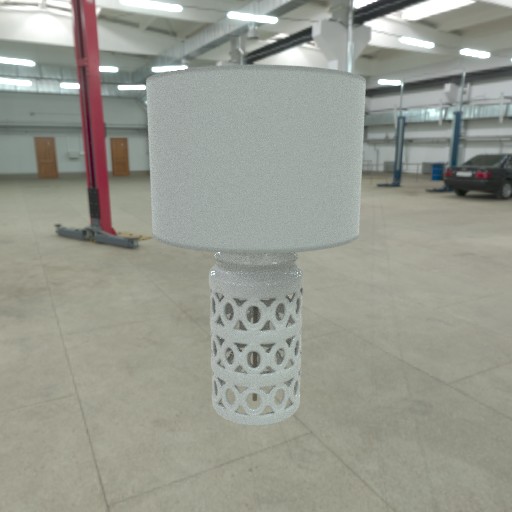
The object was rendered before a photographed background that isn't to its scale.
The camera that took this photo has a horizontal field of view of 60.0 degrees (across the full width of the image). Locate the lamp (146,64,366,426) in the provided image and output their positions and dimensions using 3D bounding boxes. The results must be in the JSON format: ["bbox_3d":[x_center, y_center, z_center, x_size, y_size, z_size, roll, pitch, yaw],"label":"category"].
[{"bbox_3d":[0.000,0.000,0.691,0.310,0.502,0.310,0,13,0],"label":"lamp"}]
